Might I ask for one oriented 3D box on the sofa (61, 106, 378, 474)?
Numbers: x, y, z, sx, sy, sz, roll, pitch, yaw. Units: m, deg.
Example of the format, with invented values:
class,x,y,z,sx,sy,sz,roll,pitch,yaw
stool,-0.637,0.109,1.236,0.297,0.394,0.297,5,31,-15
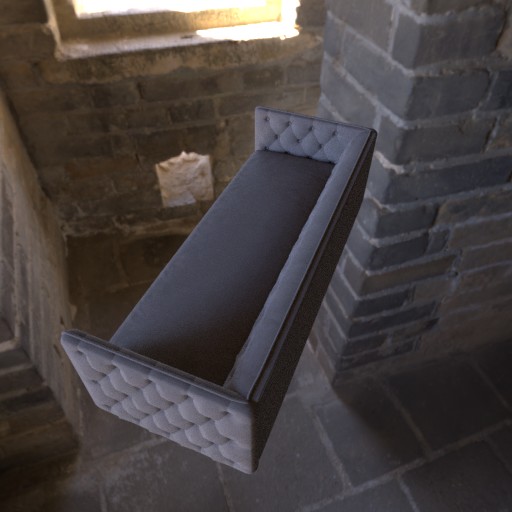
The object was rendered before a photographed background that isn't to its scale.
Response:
class,x,y,z,sx,sy,sz,roll,pitch,yaw
sofa,0.000,0.000,2.658,0.895,0.771,2.209,17,48,16
